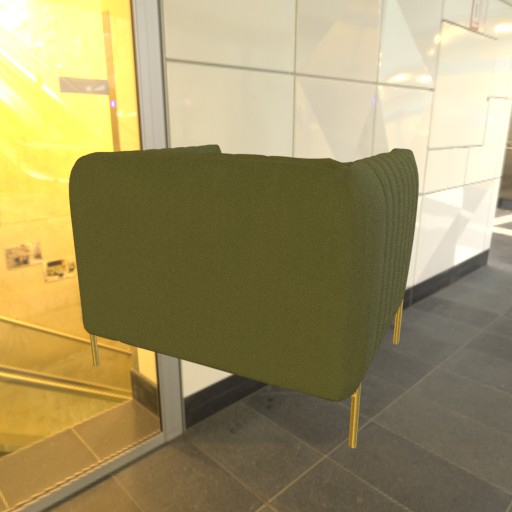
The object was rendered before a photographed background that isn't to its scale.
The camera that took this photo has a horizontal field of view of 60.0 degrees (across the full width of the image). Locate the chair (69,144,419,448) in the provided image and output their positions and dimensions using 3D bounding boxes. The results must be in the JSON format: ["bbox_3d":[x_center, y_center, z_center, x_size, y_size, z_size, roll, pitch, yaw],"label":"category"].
[{"bbox_3d":[0.000,0.000,1.660,1.032,0.794,0.877,8,18,26],"label":"chair"}]
